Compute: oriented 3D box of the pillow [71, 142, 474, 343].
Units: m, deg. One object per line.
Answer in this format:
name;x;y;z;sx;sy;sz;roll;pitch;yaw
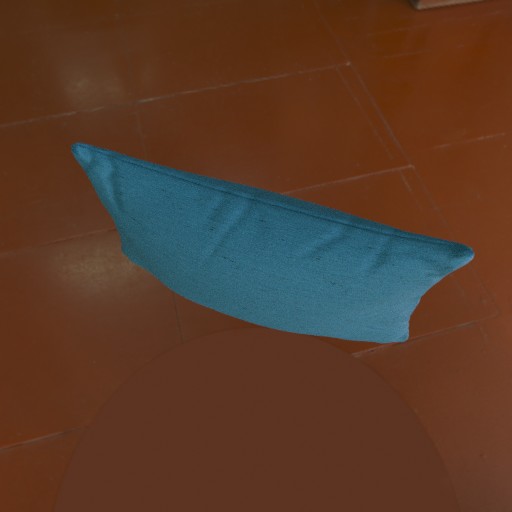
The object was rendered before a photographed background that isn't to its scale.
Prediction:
pillow;0.000;0.000;0.794;0.633;0.338;0.210;16;61;10
